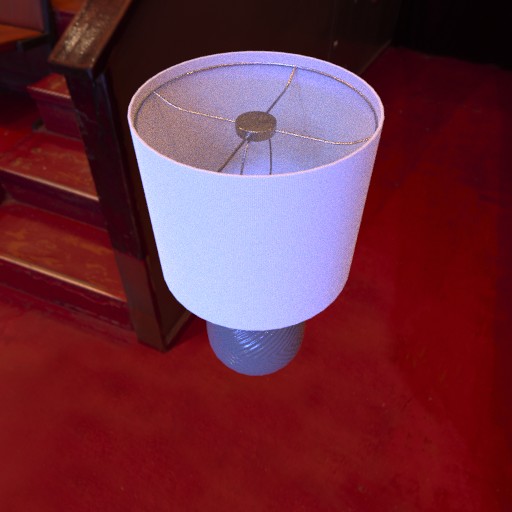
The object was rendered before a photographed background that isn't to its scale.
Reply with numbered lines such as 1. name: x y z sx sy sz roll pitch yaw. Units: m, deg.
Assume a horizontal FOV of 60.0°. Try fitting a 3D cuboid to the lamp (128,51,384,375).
1. lamp: 0.000 0.000 0.495 0.207 0.366 0.207 17 49 16
